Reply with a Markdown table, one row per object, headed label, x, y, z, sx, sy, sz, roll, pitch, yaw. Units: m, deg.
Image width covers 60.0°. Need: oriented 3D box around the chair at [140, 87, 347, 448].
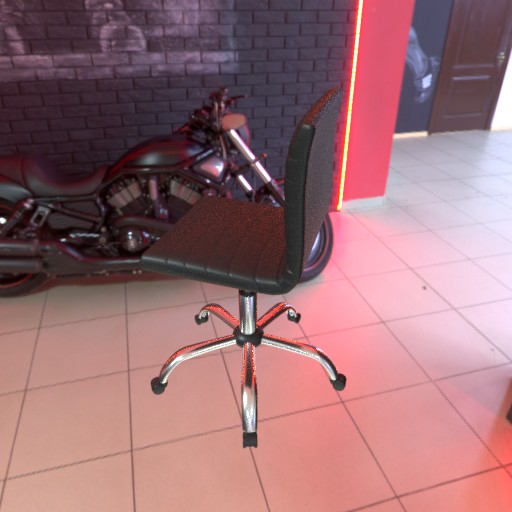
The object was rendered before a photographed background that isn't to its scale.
| label | x | y | z | sx | sy | sz | roll | pitch | yaw |
| --- | --- | --- | --- | --- | --- | --- | --- | --- | --- |
| chair | 0.000 | 0.000 | 1.131 | 0.530 | 0.780 | 0.556 | 9 | 31 | 15 |
